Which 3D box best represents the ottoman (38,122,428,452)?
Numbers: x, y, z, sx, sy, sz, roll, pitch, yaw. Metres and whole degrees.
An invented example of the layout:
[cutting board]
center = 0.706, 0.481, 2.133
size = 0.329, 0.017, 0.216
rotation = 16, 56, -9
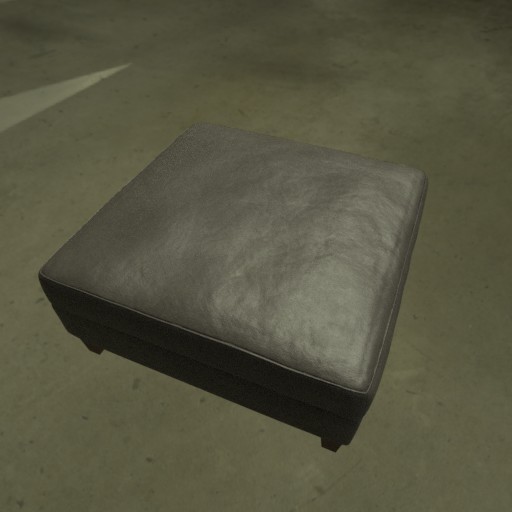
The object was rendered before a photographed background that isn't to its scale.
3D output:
[ottoman]
center = 0.000, 0.000, 1.314
size = 0.844, 0.415, 0.836
rotation = 17, 47, 16
